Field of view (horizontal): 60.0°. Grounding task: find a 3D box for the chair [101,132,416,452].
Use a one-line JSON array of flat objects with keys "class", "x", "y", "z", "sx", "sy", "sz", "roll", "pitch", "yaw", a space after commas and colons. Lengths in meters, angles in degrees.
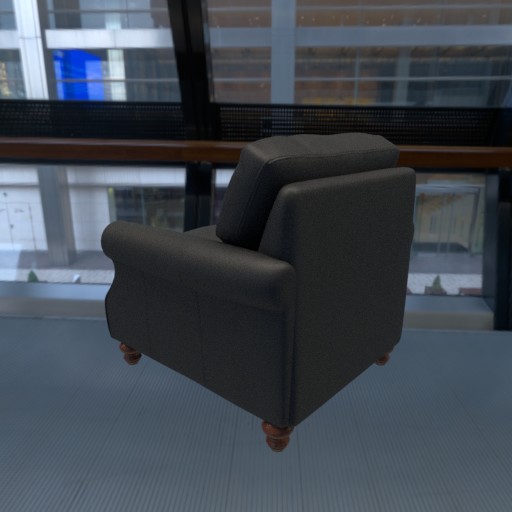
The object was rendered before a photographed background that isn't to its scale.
[{"class": "chair", "x": 0.000, "y": 0.000, "z": 1.789, "sx": 1.015, "sy": 0.960, "sz": 1.027, "roll": -15, "pitch": 22, "yaw": -41}]
